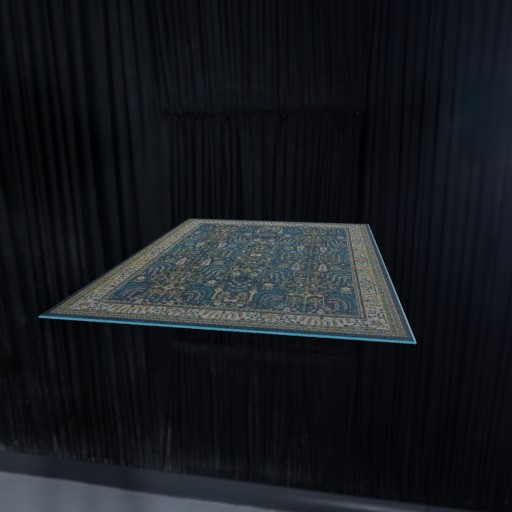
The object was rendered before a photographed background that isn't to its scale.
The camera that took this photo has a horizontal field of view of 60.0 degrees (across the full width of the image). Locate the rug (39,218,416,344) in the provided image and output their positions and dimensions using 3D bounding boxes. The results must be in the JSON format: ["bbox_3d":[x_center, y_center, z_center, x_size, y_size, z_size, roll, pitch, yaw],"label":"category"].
[{"bbox_3d":[0.000,0.000,3.993,2.226,0.015,3.044,3,16,9],"label":"rug"}]
